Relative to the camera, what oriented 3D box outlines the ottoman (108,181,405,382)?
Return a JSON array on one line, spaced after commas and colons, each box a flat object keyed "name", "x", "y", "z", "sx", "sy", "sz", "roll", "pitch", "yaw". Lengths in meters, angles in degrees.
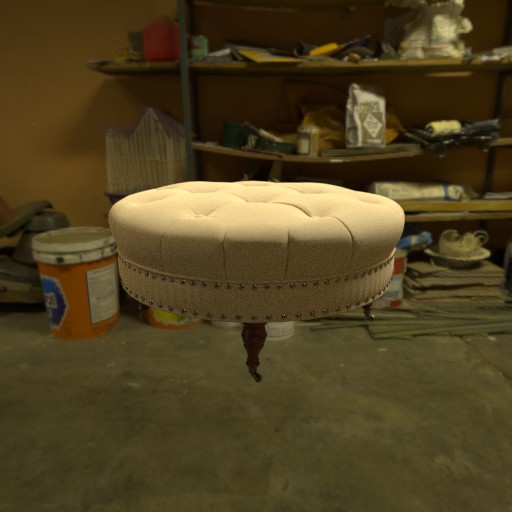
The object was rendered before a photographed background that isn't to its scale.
[{"name": "ottoman", "x": 0.000, "y": 0.000, "z": 1.435, "sx": 0.901, "sy": 0.439, "sz": 0.901, "roll": 0, "pitch": 15, "yaw": 0}]
